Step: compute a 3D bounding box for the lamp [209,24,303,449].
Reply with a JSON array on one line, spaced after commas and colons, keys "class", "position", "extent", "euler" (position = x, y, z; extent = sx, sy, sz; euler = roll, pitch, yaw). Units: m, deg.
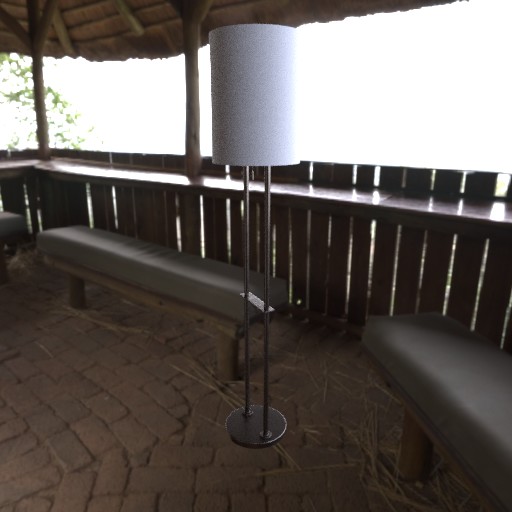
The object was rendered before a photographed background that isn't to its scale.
[{"class": "lamp", "position": [0.000, 0.000, 1.649], "extent": [0.305, 1.500, 0.306], "euler": [-8, 18, -26]}]
